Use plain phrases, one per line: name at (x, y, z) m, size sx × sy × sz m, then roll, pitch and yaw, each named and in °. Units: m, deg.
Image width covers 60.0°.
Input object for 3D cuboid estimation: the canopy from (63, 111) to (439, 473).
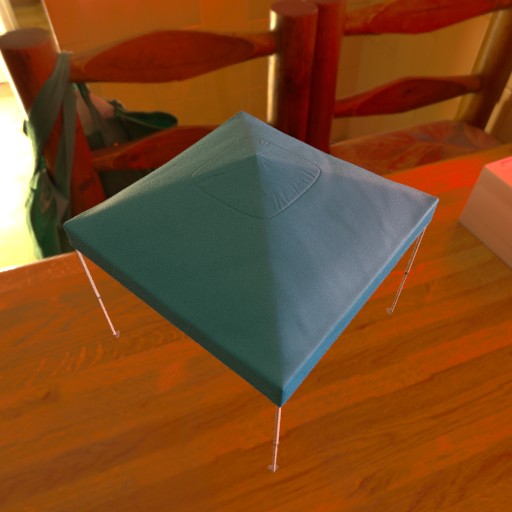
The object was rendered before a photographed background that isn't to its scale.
canopy at (0.000, 0.000, 5.472) m, size 2.996 × 2.997 × 2.998 m, roll 32°, pitch 56°, yaw 25°
